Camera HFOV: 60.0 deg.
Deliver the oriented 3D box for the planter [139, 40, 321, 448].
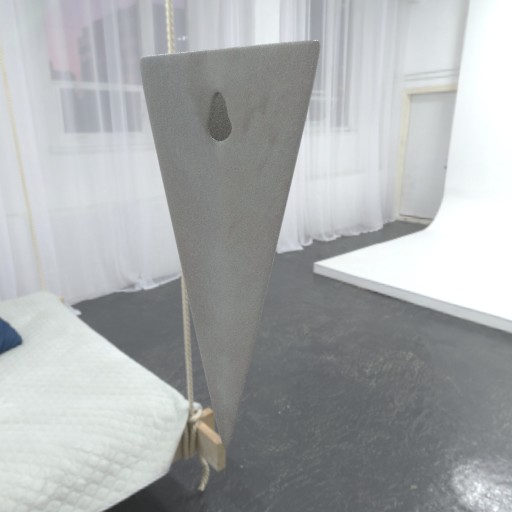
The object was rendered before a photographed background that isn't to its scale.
[{"bbox_3d":[0.000,0.000,0.158,0.058,0.130,0.047,8,18,27],"label":"planter"}]
